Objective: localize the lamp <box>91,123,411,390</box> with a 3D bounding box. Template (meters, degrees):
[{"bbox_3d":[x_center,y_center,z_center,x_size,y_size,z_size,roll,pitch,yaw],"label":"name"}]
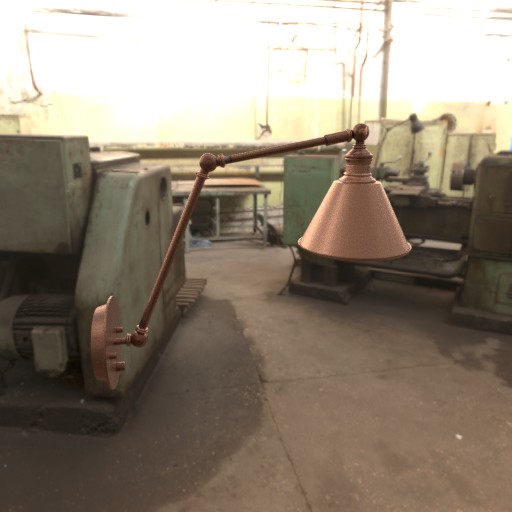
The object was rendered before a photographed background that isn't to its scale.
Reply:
[{"bbox_3d":[0.000,0.000,0.873,0.624,0.502,0.223,-3,16,-9],"label":"lamp"}]
